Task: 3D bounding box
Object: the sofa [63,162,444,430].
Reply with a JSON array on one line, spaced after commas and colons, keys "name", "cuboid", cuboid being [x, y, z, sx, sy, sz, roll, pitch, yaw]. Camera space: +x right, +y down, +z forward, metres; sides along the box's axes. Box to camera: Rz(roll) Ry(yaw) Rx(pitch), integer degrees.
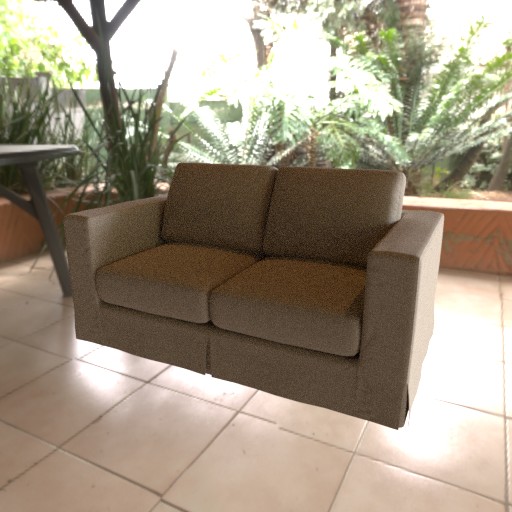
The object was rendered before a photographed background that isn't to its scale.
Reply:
[{"name": "sofa", "cuboid": [0.000, 0.000, 2.408, 1.813, 0.932, 1.009, 8, 18, 26]}]
